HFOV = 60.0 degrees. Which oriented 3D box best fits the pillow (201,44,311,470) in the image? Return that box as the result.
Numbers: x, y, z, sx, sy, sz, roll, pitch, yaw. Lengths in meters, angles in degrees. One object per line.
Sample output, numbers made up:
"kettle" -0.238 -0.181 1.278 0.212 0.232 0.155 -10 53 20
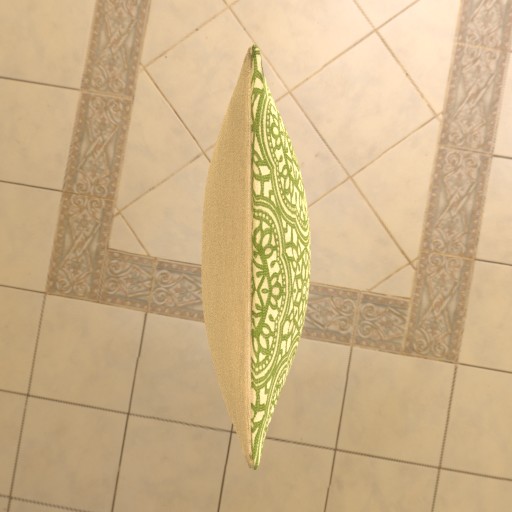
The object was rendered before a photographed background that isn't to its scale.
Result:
"pillow" 0.000 0.000 0.655 0.162 0.419 0.440 0 90 1
